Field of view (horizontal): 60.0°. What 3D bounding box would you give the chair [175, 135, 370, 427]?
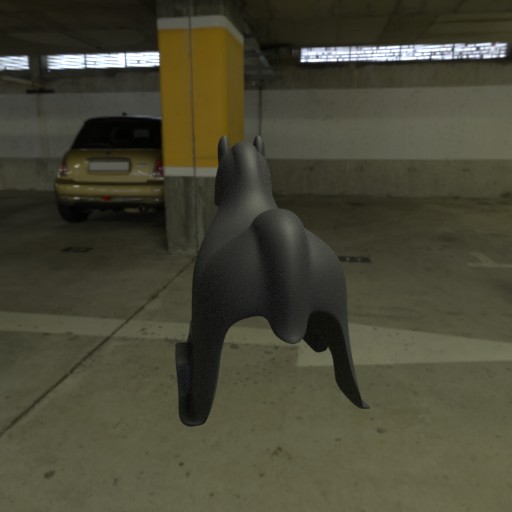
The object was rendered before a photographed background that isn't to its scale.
[{"bbox_3d":[0.000,0.000,1.145,0.429,0.612,0.800,-2,14,-9],"label":"chair"}]
